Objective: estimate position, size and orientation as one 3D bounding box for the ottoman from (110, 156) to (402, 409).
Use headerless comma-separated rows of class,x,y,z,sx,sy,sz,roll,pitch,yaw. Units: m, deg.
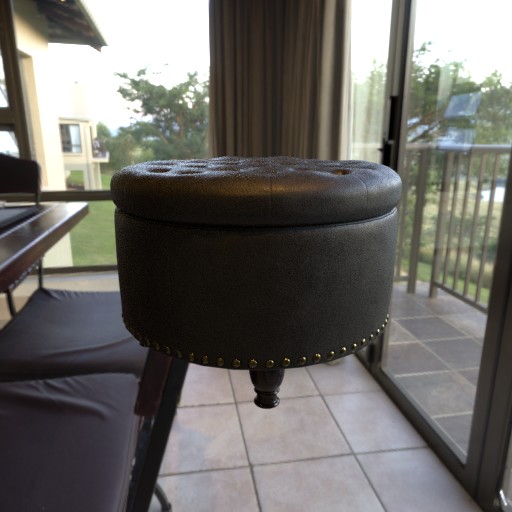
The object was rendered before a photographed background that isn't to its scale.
ottoman,0.000,0.000,1.062,0.637,0.442,0.637,0,16,0
